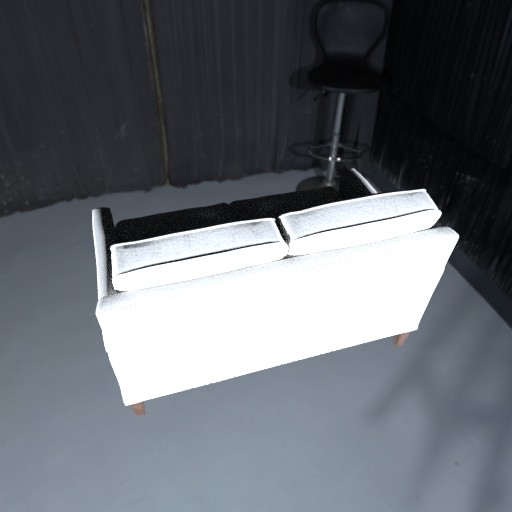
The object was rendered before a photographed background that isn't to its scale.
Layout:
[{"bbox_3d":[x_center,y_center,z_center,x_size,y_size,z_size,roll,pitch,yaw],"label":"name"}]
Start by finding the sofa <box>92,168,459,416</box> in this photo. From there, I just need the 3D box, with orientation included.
[{"bbox_3d":[0.000,0.000,2.331,1.597,1.003,1.084,-11,42,-13],"label":"sofa"}]
